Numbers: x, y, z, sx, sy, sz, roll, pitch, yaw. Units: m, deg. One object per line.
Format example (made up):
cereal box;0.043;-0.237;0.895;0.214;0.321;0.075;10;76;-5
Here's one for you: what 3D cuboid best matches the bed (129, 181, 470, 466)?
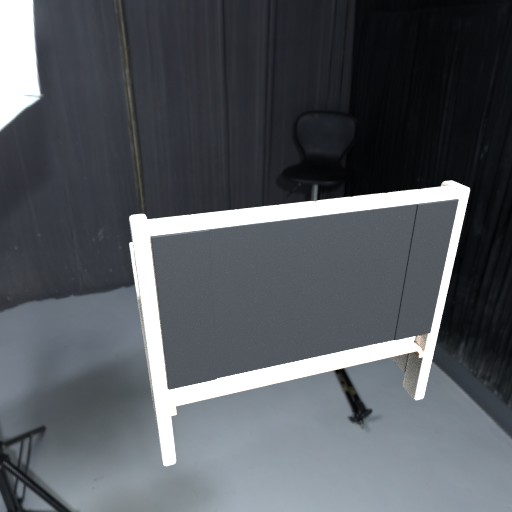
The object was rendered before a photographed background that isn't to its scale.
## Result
bed;0.000;0.000;3.829;2.045;1.743;2.370;-8;28;-16
